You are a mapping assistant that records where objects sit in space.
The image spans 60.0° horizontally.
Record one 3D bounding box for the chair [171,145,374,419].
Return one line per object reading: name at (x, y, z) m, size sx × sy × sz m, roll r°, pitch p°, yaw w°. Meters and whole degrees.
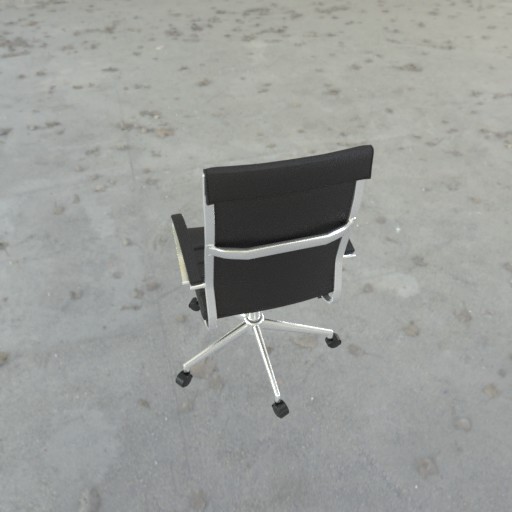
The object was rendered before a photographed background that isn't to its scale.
chair at (0.000, 0.000, 1.674) m, size 0.766 × 1.149 × 0.739 m, roll -11°, pitch 42°, yaw -12°
